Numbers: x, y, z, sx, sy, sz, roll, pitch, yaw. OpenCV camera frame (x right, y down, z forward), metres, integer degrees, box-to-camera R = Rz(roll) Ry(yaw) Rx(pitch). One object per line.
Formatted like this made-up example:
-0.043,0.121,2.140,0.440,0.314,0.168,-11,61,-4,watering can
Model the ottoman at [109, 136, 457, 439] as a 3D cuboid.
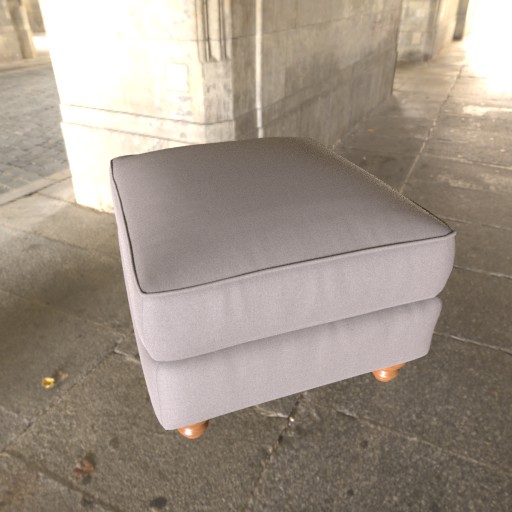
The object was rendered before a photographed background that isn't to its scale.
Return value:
0.000,0.000,1.148,0.662,0.505,0.721,-10,33,-17,ottoman
